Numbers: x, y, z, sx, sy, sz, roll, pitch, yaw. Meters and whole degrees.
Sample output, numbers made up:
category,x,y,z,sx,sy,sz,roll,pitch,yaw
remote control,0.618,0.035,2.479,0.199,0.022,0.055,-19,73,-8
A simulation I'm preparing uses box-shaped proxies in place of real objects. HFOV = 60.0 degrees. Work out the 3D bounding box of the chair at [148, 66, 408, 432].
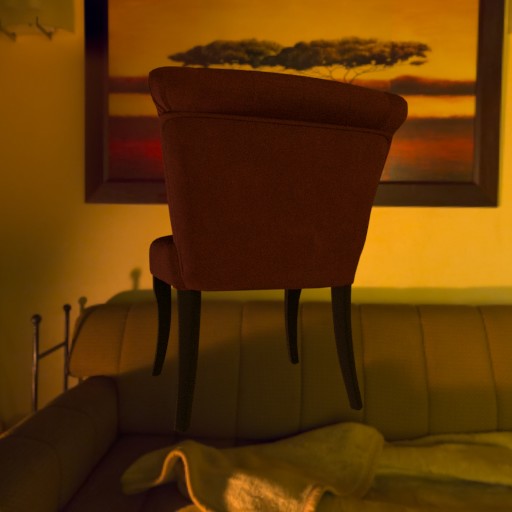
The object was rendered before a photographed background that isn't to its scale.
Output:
category,x,y,z,sx,sy,sz,roll,pitch,yaw
chair,0.000,0.000,1.163,0.582,0.750,0.605,0,1,-18
